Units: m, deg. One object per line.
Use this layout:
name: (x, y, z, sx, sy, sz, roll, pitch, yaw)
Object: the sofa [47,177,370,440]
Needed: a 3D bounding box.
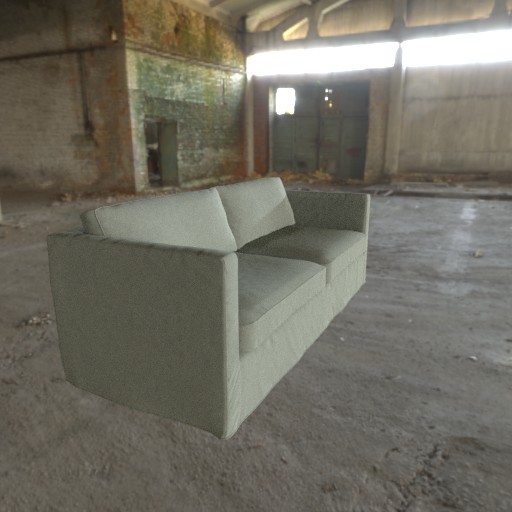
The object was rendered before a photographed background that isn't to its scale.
sofa: (0.000, 0.000, 2.800, 0.962, 0.853, 2.312, 7, 16, 26)
